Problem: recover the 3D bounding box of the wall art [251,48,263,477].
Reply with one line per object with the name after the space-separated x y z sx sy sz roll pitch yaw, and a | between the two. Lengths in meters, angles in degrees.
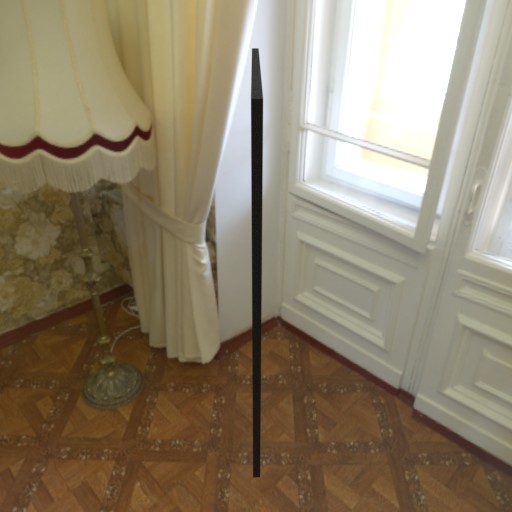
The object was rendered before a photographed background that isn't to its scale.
0.000 0.000 0.830 0.013 0.660 0.460 0 31 0 | wall art
